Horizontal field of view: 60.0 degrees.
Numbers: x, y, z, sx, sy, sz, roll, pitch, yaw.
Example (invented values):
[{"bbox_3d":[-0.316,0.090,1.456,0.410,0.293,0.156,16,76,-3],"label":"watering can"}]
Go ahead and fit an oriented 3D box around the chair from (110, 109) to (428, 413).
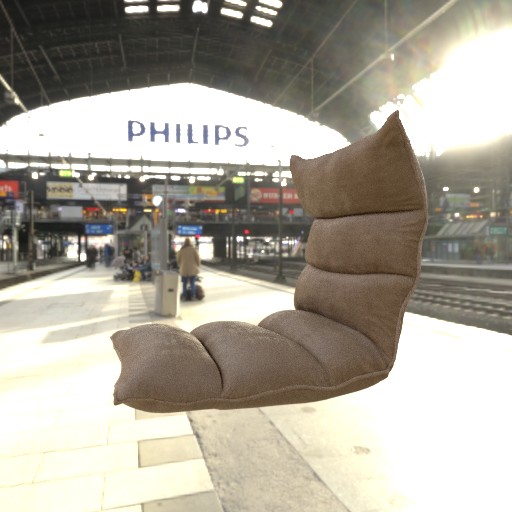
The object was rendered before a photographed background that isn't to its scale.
[{"bbox_3d":[0.000,0.000,1.567,0.985,0.892,0.714,0,1,-18],"label":"chair"}]
